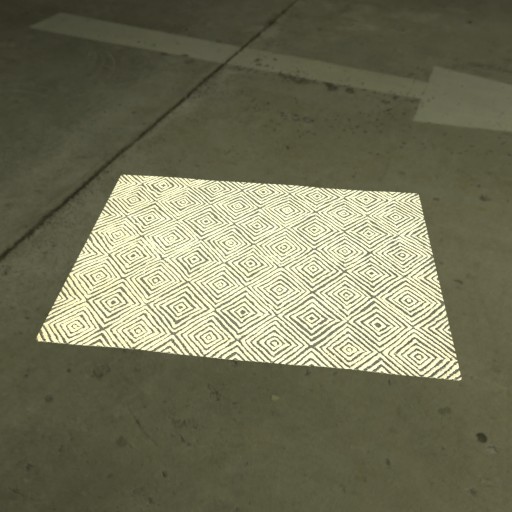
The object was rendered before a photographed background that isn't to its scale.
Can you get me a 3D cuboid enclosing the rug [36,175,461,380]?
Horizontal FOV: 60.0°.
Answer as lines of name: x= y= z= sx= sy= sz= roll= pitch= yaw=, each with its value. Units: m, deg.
rug: x=0.000 y=0.000 z=2.206 sx=1.750 sy=0.004 sz=1.177 roll=4 pitch=47 yaw=4
